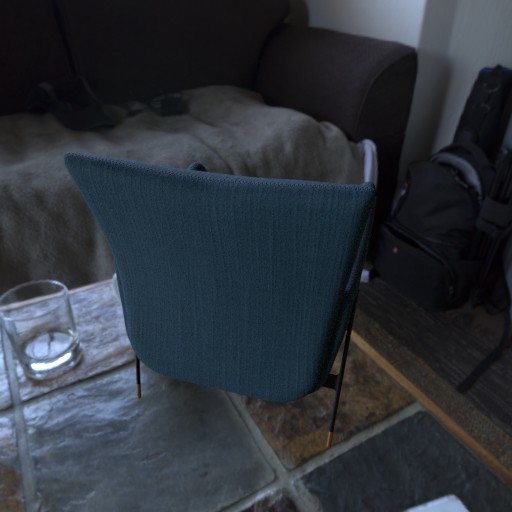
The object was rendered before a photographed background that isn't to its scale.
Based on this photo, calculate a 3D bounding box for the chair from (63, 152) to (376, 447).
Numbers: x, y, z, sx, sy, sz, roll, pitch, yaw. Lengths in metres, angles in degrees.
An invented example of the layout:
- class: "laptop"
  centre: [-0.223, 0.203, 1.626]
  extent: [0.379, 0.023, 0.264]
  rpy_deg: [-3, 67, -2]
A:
- class: "chair"
  centre: [0.000, 0.000, 1.403]
  extent: [0.678, 0.859, 0.769]
  rpy_deg: [9, 34, 14]
